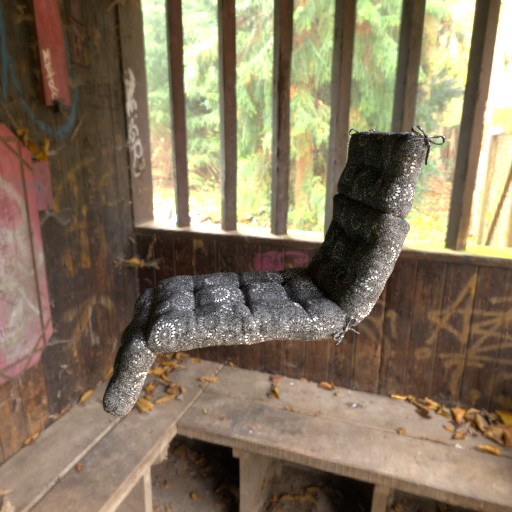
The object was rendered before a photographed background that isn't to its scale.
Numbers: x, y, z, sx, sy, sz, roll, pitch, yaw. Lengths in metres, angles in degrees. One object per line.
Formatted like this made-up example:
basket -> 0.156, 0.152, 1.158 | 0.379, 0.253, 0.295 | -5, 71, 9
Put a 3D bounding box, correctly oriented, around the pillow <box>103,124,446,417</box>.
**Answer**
pillow -> 0.000, 0.000, 1.521 | 1.016, 0.863, 0.526 | -2, 16, -9
